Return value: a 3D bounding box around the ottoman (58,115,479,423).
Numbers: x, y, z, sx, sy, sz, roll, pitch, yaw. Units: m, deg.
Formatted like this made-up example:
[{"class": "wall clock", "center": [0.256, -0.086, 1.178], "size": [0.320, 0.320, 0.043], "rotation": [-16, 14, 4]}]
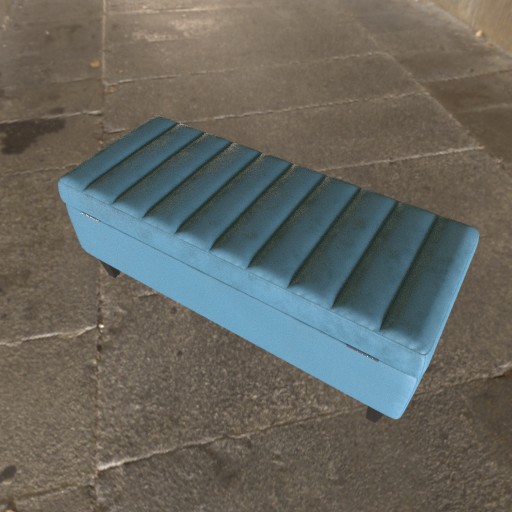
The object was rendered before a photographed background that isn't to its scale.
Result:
[{"class": "ottoman", "center": [0.000, 0.000, 1.409], "size": [1.151, 0.469, 0.482], "rotation": [25, 51, 22]}]
